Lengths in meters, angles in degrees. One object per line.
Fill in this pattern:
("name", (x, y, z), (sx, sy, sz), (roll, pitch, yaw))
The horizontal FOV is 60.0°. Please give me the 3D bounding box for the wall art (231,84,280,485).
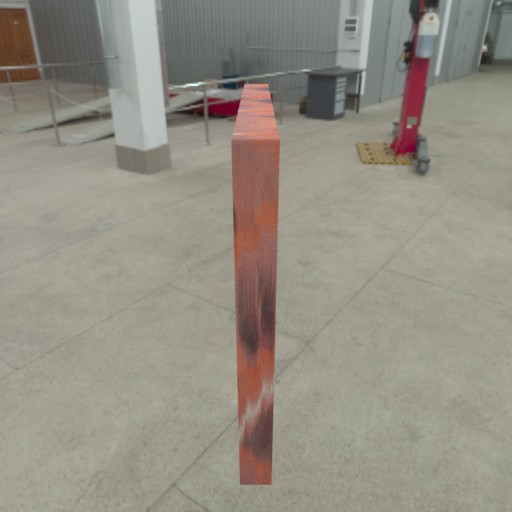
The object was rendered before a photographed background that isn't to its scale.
("wall art", (0.000, 0.000, 0.614), (0.038, 0.406, 0.403), (0, 27, 0))
